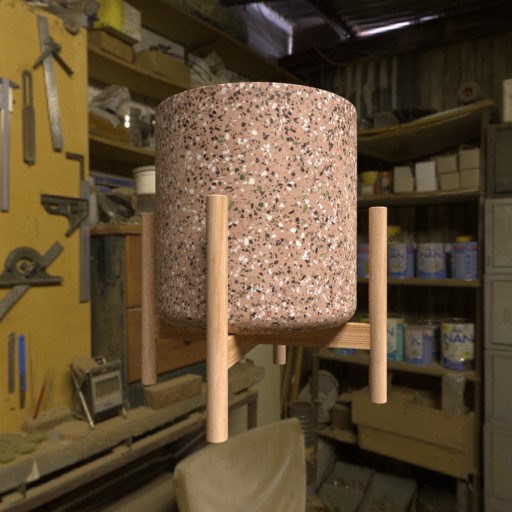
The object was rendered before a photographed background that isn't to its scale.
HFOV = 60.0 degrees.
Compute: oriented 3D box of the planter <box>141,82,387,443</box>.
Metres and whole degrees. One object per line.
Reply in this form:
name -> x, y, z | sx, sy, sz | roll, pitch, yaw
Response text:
planter -> 0.000, 0.000, 0.685 | 0.360, 0.419, 0.360 | 0, 0, 37
